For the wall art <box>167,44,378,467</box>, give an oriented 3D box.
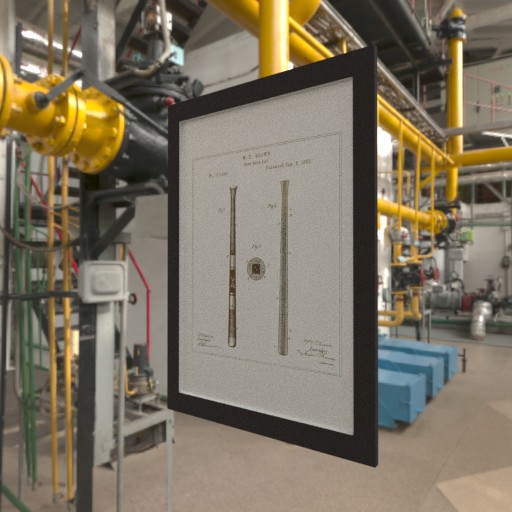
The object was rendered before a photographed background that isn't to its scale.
[{"bbox_3d":[0.000,0.000,0.667,0.374,0.529,0.012,0,-1,36],"label":"wall art"}]
